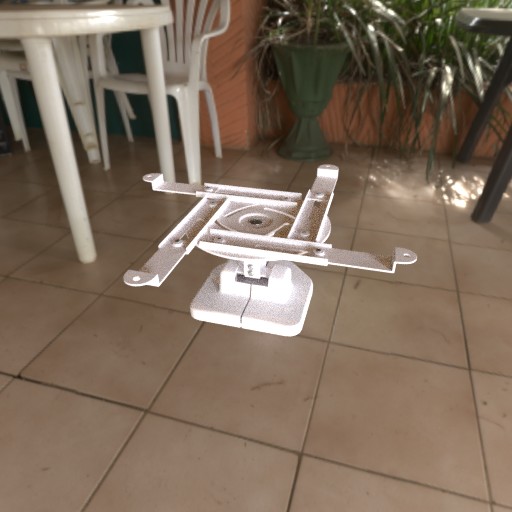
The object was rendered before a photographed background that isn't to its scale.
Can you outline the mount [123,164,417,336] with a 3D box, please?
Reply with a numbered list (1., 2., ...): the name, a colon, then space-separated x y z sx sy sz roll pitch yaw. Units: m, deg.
1. mount: 0.000 0.000 0.609 0.394 0.141 0.394 8 32 13
